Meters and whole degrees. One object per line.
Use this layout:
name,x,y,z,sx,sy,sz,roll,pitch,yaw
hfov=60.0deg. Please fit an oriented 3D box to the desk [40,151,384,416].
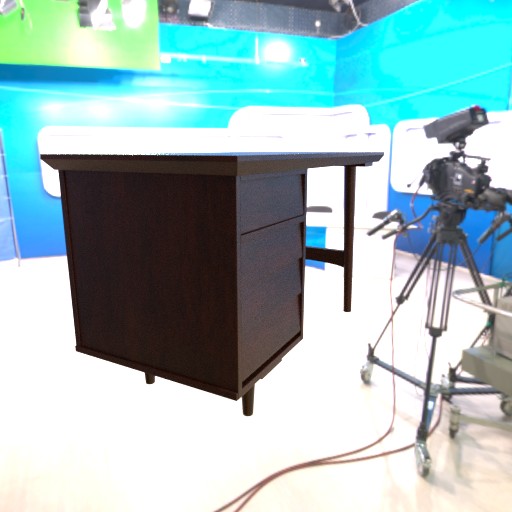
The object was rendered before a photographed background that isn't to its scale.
desk,0.000,0.000,1.669,0.612,0.758,1.277,7,15,28
